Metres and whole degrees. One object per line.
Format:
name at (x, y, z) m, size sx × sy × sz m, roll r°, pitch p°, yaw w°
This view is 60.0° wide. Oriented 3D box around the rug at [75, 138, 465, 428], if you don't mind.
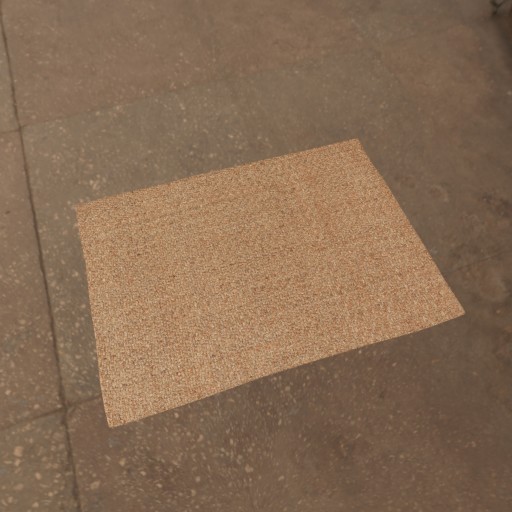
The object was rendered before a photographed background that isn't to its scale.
rug at (0.000, 0.000, 2.858) m, size 2.141 × 0.013 × 1.566 m, roll -16°, pitch 61°, yaw -9°
